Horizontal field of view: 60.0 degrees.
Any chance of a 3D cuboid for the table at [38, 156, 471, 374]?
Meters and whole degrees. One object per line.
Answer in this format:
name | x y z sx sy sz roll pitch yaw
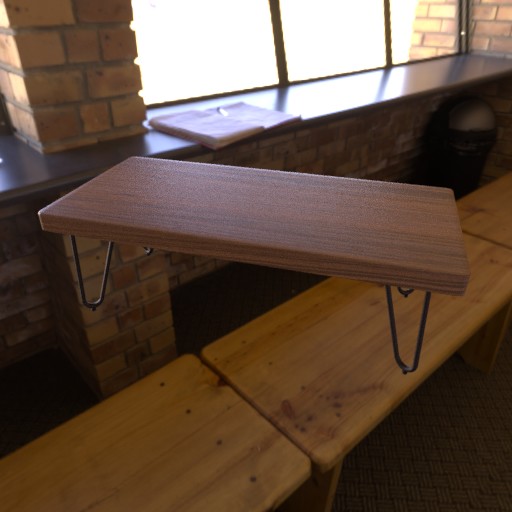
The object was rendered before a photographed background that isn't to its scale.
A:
table | 0.000 0.000 1.713 1.375 0.468 0.637 9 32 14
